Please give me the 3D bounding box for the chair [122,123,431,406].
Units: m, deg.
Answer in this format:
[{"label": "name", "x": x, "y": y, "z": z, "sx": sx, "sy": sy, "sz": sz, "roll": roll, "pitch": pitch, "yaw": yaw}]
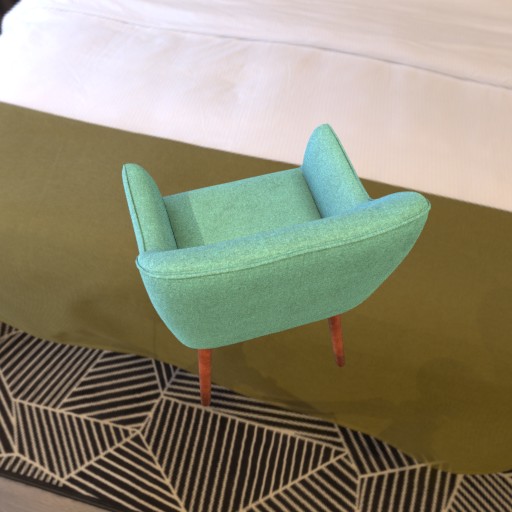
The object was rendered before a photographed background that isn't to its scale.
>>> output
[{"label": "chair", "x": 0.000, "y": 0.000, "z": 1.112, "sx": 0.543, "sy": 0.803, "sz": 0.519, "roll": -14, "pitch": 59, "yaw": -9}]
